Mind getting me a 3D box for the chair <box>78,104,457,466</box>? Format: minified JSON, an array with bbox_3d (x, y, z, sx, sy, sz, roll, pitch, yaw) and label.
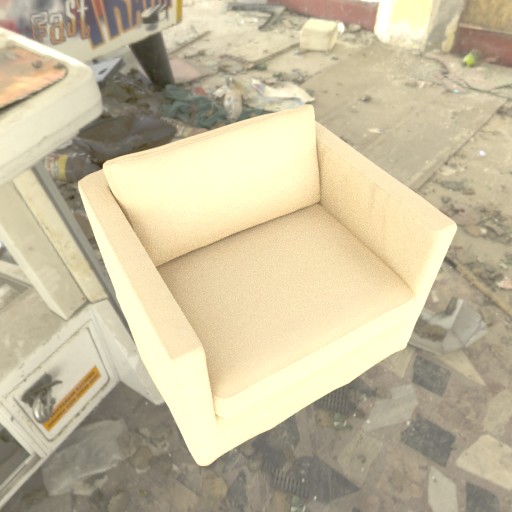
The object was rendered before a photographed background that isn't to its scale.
[{"bbox_3d":[0.000,0.000,1.748,1.057,0.851,0.947,-23,50,-21],"label":"chair"}]
